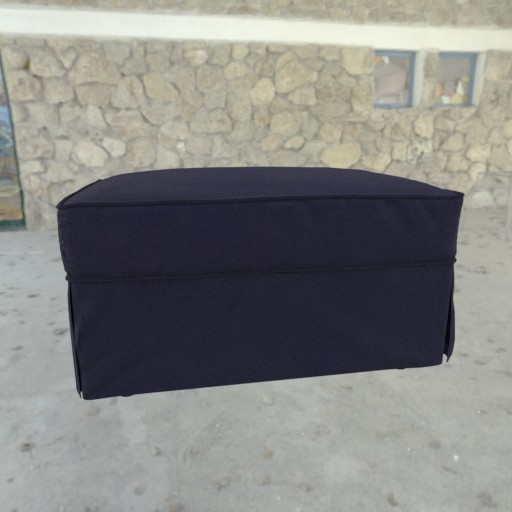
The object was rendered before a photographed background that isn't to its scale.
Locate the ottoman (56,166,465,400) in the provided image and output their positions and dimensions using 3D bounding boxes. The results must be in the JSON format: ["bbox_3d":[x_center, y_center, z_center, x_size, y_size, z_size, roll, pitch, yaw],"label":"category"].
[{"bbox_3d":[0.000,0.000,1.277,0.938,0.503,0.637,-3,15,-10],"label":"ottoman"}]
